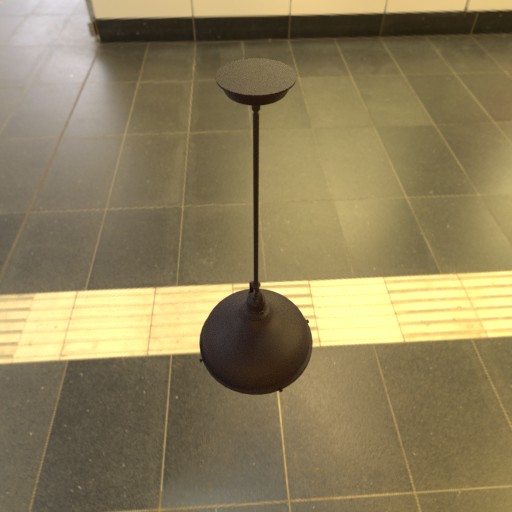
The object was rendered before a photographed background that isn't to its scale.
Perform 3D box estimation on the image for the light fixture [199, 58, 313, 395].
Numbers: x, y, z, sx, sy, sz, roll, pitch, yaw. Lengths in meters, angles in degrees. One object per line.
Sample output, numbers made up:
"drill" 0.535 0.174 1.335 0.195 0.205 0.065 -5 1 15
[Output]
"light fixture" 0.000 0.000 1.021 0.341 0.849 0.341 -17 49 -16
